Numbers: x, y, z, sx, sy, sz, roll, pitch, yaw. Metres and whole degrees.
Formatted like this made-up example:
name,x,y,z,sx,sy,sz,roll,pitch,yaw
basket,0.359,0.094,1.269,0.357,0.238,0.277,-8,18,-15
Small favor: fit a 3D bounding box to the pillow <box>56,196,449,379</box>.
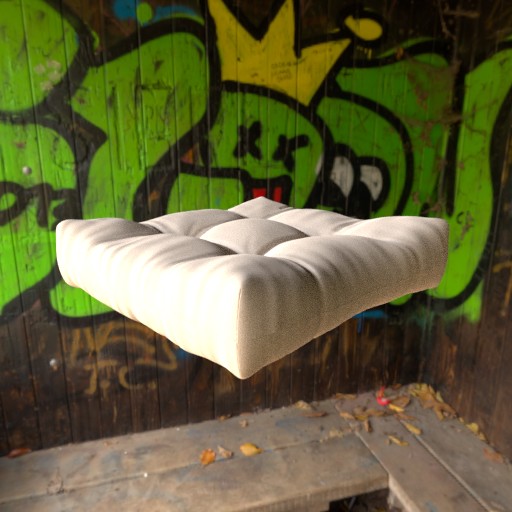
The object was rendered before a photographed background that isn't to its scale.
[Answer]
name,x,y,z,sx,sy,sz,roll,pitch,yaw
pillow,0.000,0.000,0.737,0.490,0.128,0.468,-14,20,-43
